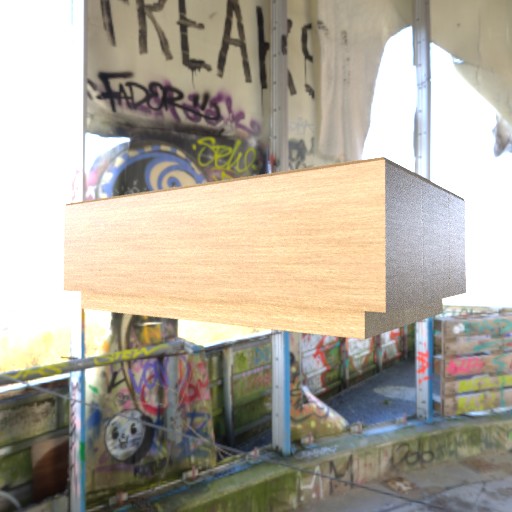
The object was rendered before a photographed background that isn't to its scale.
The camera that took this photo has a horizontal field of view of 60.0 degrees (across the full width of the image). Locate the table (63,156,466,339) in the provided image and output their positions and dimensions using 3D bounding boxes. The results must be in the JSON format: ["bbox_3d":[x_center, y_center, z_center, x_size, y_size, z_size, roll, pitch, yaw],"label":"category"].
[{"bbox_3d":[0.000,0.000,1.428,1.110,0.353,0.678,-1,-1,37],"label":"table"}]
